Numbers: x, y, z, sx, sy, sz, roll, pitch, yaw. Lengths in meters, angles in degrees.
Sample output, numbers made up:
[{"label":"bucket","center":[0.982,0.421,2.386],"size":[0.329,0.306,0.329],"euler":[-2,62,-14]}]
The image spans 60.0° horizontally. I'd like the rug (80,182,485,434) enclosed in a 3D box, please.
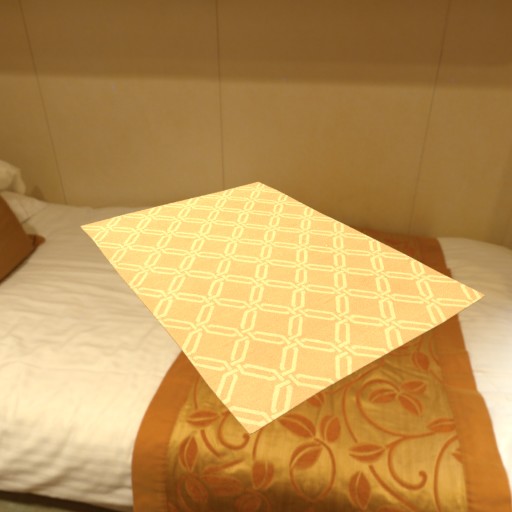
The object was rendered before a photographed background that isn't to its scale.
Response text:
[{"label":"rug","center":[0.000,0.000,4.347],"size":[2.452,0.020,3.365],"euler":[-19,35,-30]}]
